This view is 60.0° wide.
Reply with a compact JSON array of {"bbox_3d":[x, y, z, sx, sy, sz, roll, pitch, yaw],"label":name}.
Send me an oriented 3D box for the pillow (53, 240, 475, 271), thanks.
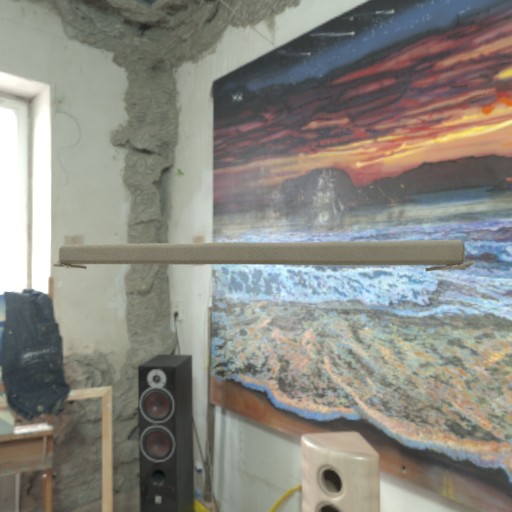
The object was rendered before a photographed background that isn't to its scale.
[{"bbox_3d":[0.000,0.000,1.390,1.187,0.081,0.492,0,-1,16],"label":"pillow"}]
